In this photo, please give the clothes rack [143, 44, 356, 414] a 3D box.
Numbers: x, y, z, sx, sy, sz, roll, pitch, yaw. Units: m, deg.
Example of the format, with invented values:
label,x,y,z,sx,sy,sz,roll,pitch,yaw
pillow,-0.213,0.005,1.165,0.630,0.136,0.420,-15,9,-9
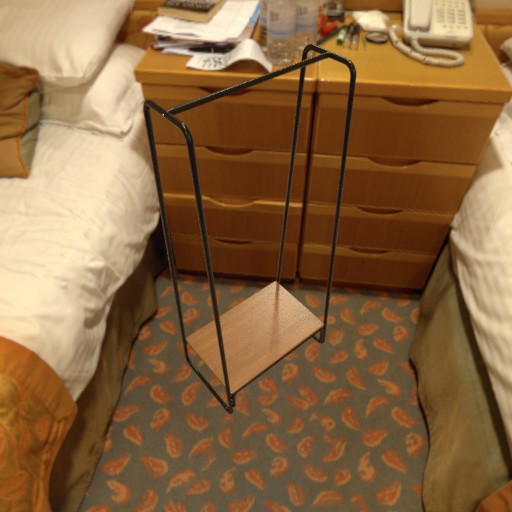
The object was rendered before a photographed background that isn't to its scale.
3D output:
label,x,y,z,sx,sy,sz,roll,pitch,yaw
clothes rack,0.000,0.000,1.839,0.640,1.500,0.400,-31,53,-26
